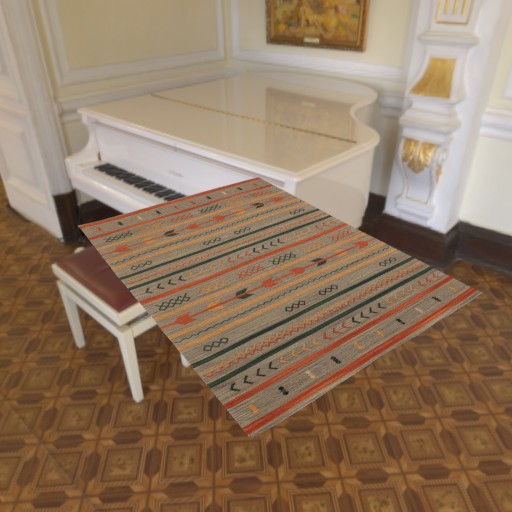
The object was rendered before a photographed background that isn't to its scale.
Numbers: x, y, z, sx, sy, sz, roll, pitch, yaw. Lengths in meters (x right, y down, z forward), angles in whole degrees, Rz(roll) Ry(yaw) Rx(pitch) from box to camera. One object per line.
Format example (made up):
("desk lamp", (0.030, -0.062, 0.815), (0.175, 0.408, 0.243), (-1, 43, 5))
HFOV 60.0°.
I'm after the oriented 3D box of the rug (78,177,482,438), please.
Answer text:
("rug", (0.000, 0.000, 3.999), (2.263, 0.022, 3.029), (-21, 38, -30))
